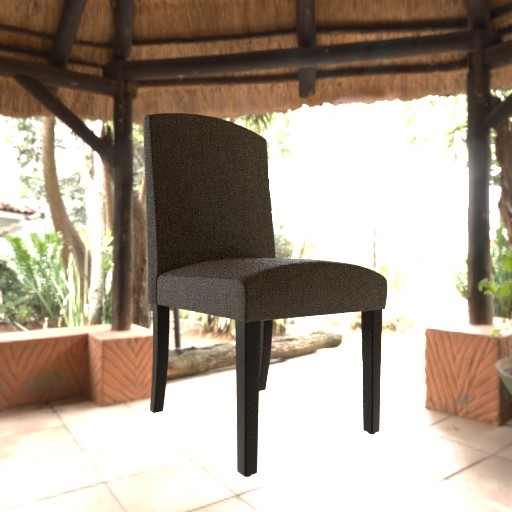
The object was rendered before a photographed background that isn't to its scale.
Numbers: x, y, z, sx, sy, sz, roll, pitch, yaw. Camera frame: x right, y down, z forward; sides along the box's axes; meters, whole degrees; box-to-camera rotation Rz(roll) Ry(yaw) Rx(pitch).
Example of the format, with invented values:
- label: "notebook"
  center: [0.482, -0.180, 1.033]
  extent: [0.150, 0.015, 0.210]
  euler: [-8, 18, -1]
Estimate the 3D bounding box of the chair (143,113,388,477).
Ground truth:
- label: "chair"
  center: [0.000, 0.000, 1.235]
  extent: [0.451, 0.917, 0.580]
  euler: [1, -1, -36]
